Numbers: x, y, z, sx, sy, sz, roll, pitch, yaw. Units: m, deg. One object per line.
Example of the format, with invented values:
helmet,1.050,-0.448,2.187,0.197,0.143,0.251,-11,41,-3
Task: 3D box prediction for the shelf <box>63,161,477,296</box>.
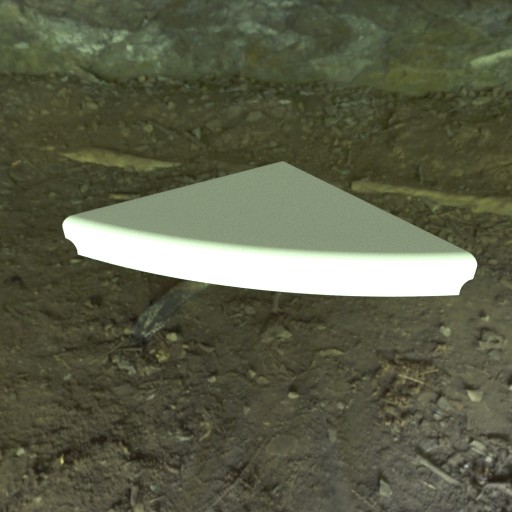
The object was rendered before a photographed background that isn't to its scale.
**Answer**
shelf,0.000,0.000,0.469,0.310,0.050,0.310,-20,38,-29
